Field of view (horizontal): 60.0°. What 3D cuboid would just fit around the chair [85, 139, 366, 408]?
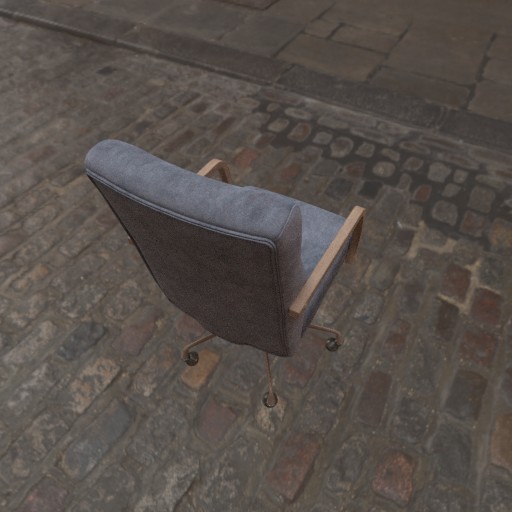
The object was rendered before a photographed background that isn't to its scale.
[{"bbox_3d":[0.000,0.000,1.444,0.640,1.029,0.741,22,50,20],"label":"chair"}]
